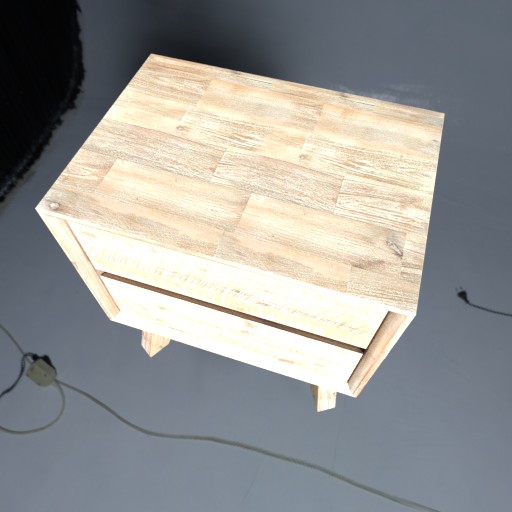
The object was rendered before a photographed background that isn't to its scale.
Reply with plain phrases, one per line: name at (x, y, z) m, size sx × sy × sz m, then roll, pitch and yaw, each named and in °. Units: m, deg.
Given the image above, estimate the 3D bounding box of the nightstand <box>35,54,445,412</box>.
nightstand at (0.000, 0.000, 0.953) m, size 0.552 × 0.589 × 0.396 m, roll 15°, pitch 59°, yaw 9°
